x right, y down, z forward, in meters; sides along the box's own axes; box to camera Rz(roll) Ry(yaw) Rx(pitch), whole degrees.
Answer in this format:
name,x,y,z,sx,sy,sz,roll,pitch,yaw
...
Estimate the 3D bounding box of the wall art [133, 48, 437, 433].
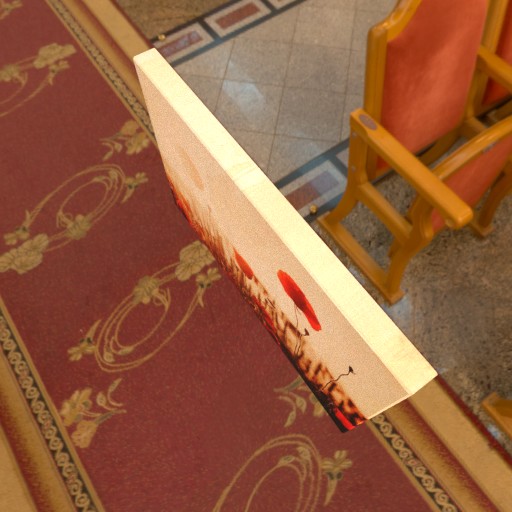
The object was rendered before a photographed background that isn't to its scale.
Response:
name,x,y,z,sx,sy,sz,roll,pitch,yaw
wall art,0.000,0.000,0.751,0.040,0.402,0.613,-32,67,-15
